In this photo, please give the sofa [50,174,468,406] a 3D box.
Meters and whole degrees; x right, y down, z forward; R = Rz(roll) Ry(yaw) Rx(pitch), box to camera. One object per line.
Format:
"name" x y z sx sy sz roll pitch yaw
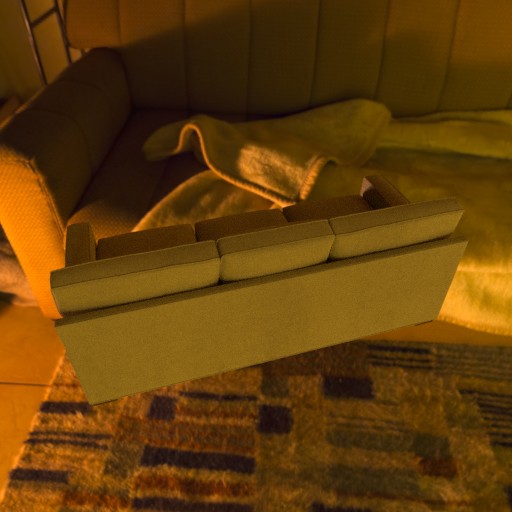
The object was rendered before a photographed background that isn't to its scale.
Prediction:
"sofa" 0.000 0.000 2.609 2.093 0.862 0.936 -11 42 -12
